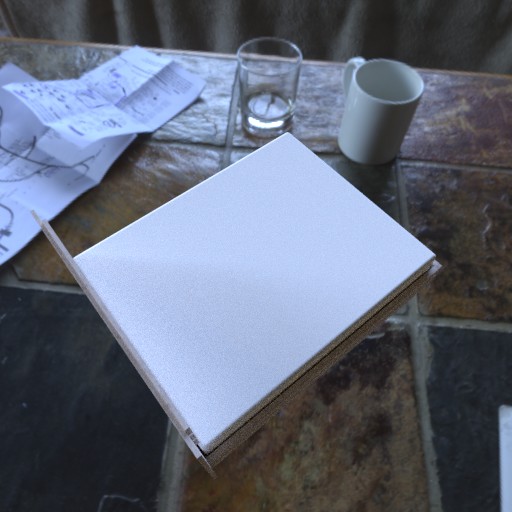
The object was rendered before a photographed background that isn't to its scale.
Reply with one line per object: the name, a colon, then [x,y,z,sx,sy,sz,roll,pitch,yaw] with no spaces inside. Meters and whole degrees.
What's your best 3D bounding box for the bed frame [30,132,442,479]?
bed frame: [0.000,0.000,3.046,2.080,0.970,1.750,-35,64,-19]
